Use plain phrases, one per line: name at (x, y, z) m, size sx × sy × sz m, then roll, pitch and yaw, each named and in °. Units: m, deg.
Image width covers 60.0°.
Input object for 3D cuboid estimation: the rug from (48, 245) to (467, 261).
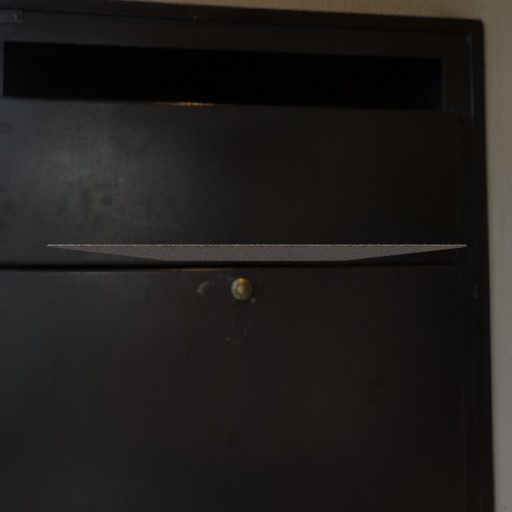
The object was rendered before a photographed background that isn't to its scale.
rug at (0.000, 0.000, 3.551) m, size 2.005 × 0.013 × 2.890 m, roll 0°, pitch -2°, yaw 0°
